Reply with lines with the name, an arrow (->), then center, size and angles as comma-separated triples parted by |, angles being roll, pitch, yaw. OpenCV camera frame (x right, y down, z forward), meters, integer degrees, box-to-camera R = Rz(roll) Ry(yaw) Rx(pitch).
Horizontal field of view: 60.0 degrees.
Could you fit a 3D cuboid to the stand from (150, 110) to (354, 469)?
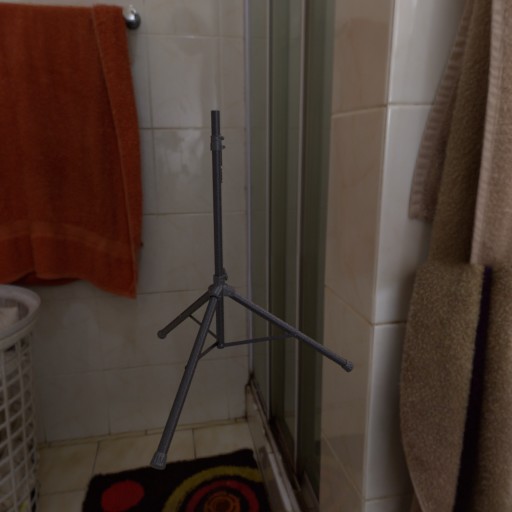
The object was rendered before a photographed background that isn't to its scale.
stand -> 0.000, 0.000, 1.824 | 0.907, 1.136, 1.045 | -2, 15, -9
